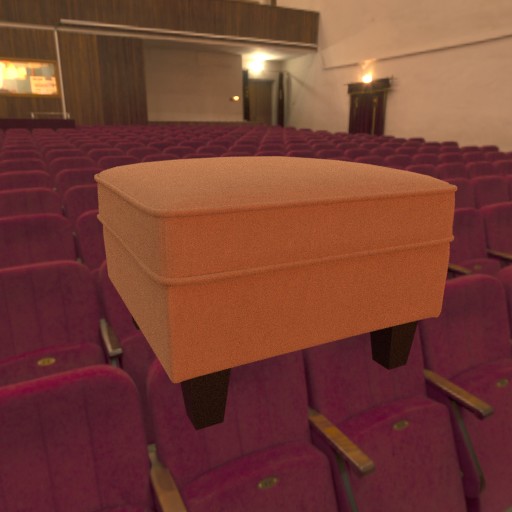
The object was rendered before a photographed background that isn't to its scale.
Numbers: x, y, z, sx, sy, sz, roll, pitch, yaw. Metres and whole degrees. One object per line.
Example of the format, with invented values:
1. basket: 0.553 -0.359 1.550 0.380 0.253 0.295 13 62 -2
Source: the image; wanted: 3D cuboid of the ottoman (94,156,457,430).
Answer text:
1. ottoman: 0.000 0.000 1.026 0.616 0.438 0.613 -8 18 -26
